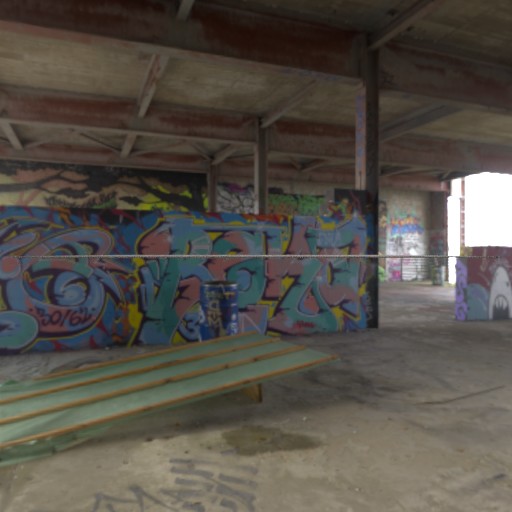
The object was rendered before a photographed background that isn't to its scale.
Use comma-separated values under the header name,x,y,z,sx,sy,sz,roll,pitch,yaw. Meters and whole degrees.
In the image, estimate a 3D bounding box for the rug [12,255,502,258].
name,x,y,z,sx,sy,sz,roll,pitch,yaw
rug,0.000,0.000,3.918,3.061,0.010,2.330,0,0,-1
